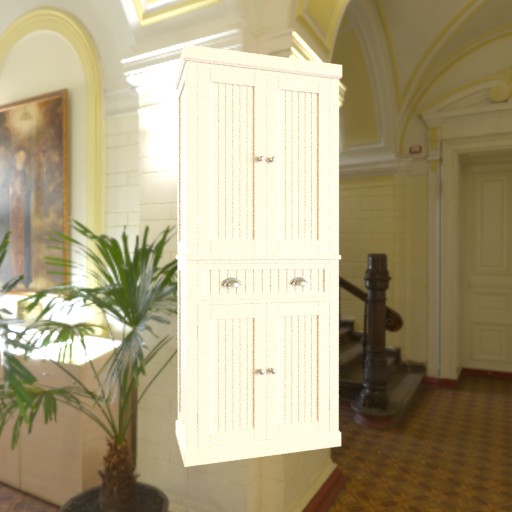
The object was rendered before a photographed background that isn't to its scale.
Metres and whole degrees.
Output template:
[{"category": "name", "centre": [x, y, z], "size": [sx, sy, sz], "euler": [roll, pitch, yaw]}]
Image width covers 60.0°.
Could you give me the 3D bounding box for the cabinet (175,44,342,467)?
[{"category": "cabinet", "centre": [0.000, 0.000, 2.196], "size": [0.754, 1.829, 0.390], "euler": [0, 0, -16]}]
